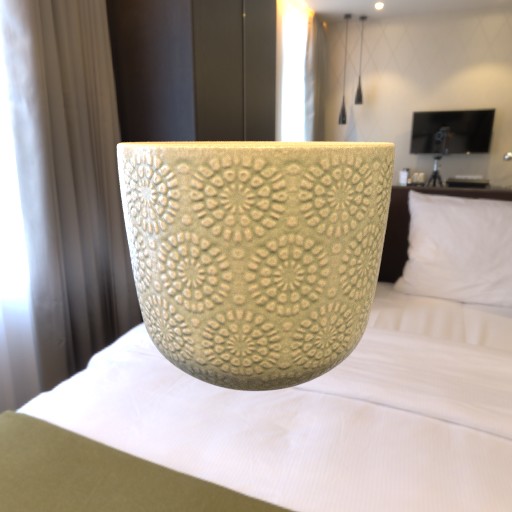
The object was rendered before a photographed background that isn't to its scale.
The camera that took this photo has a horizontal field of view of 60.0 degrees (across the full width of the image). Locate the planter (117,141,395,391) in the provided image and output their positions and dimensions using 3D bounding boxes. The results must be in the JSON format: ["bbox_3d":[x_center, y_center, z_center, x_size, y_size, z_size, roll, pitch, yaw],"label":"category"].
[{"bbox_3d":[0.000,0.000,0.219,0.124,0.109,0.124,0,15,0],"label":"planter"}]
